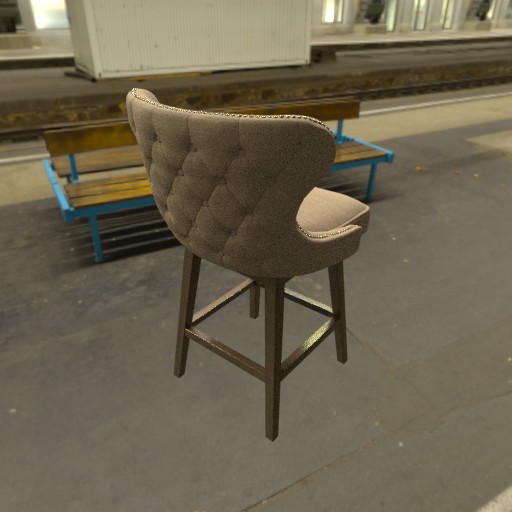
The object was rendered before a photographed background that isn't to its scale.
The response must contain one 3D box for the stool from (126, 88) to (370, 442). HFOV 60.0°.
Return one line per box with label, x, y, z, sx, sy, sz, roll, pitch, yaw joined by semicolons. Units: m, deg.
stool;0.000;0.000;1.361;0.615;0.972;0.597;22;36;33
